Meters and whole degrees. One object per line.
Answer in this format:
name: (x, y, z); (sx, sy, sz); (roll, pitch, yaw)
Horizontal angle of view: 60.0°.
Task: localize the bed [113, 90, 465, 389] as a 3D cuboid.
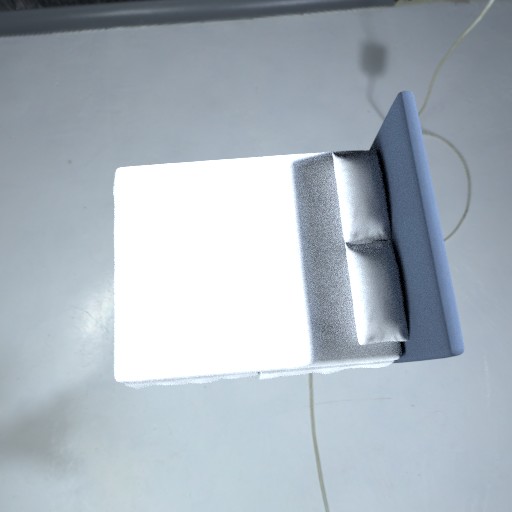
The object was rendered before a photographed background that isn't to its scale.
bed: (0.000, 0.000, 3.182); (2.162, 1.330, 1.713); (-4, 75, -1)
